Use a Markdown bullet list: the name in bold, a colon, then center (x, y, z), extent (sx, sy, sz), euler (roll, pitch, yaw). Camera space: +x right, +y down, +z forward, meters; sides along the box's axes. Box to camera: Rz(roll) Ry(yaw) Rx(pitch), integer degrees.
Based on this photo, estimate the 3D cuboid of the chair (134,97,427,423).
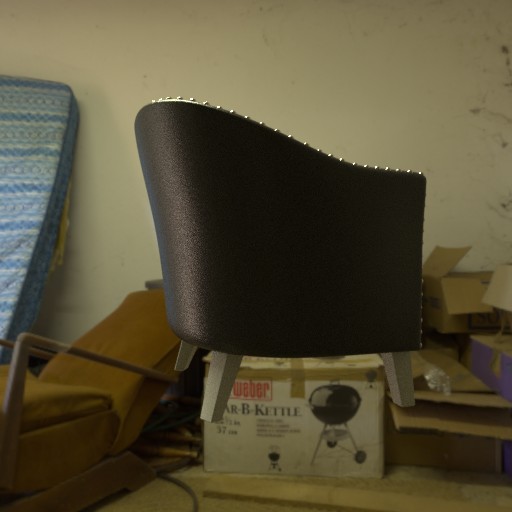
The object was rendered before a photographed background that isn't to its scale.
- **chair**: center (0.000, 0.000, 1.417), extent (0.748, 0.823, 0.794), euler (0, 0, -18)
